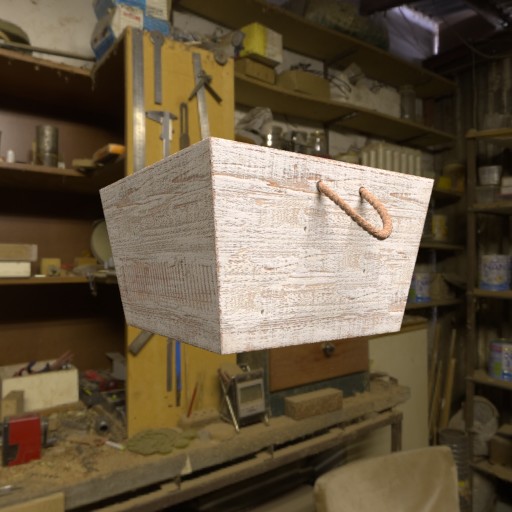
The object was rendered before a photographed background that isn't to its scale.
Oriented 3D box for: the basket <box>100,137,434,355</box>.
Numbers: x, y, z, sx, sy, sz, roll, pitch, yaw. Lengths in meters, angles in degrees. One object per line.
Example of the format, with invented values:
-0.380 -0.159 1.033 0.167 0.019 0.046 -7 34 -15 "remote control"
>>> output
0.000 0.000 0.762 0.413 0.247 0.545 1 -2 -35 "basket"
